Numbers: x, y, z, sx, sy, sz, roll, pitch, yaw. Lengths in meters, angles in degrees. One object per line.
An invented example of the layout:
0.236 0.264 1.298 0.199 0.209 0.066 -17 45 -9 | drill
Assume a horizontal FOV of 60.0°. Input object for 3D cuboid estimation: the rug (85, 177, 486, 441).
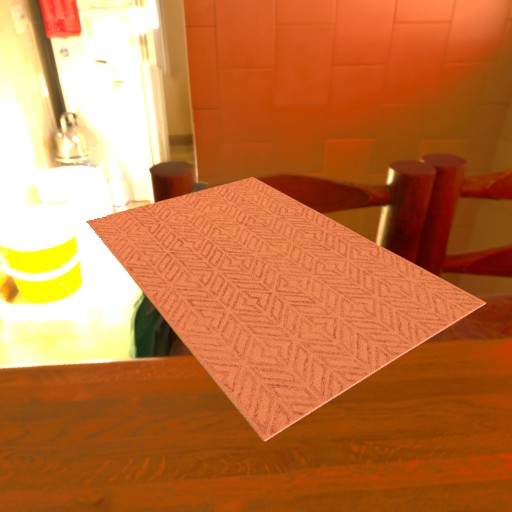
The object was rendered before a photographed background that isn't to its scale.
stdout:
0.000 0.000 2.310 1.220 0.007 1.828 -20 37 -29 | rug
